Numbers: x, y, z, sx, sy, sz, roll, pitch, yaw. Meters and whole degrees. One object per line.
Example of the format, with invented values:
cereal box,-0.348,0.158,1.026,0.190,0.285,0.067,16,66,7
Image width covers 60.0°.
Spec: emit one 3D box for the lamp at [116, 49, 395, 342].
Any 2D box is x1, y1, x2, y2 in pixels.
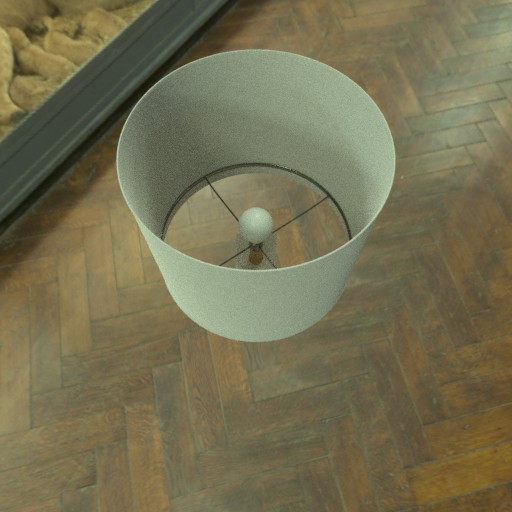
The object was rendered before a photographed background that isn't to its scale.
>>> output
lamp,0.000,0.000,0.554,0.229,0.417,0.229,1,64,1
